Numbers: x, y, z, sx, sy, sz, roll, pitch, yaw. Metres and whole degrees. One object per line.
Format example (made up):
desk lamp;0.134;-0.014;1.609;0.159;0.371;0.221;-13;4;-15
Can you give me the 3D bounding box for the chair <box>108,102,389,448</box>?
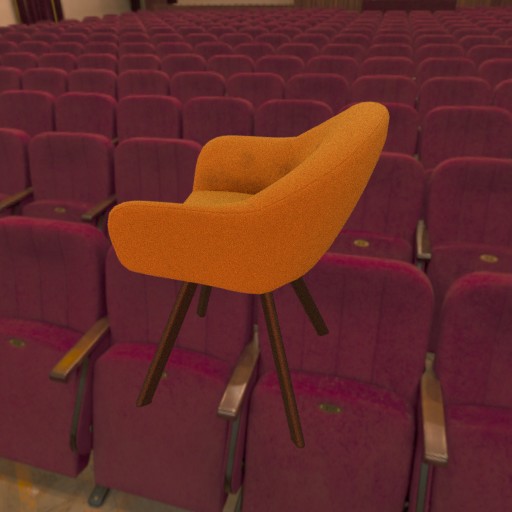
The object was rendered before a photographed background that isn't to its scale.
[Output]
chair;0.000;0.000;1.147;0.565;0.775;0.545;8;30;14
